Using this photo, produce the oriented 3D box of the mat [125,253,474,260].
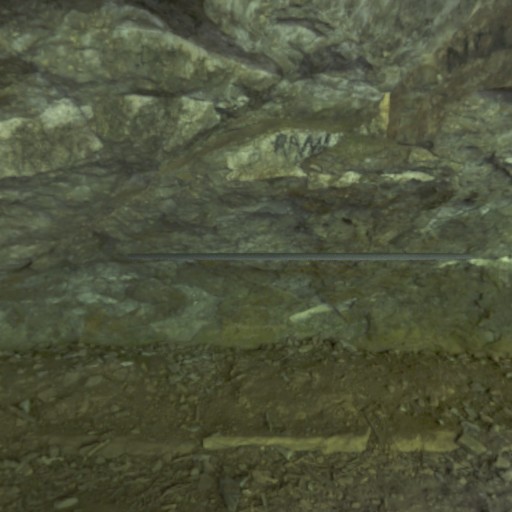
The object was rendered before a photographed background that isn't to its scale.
[{"bbox_3d":[0.000,0.000,1.855,1.525,0.022,0.917,0,0,35],"label":"mat"}]
